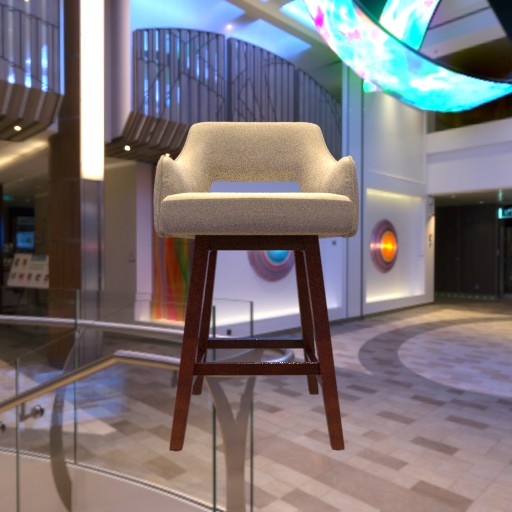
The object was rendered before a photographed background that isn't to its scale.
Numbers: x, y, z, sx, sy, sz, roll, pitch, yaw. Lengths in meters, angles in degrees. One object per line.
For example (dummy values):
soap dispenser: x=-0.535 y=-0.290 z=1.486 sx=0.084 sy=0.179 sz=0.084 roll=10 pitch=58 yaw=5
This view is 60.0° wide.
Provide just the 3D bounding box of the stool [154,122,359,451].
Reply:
stool: x=0.000 y=0.000 z=1.317 sx=0.550 sy=0.936 sz=0.560 roll=0 pitch=1 yaw=-1
